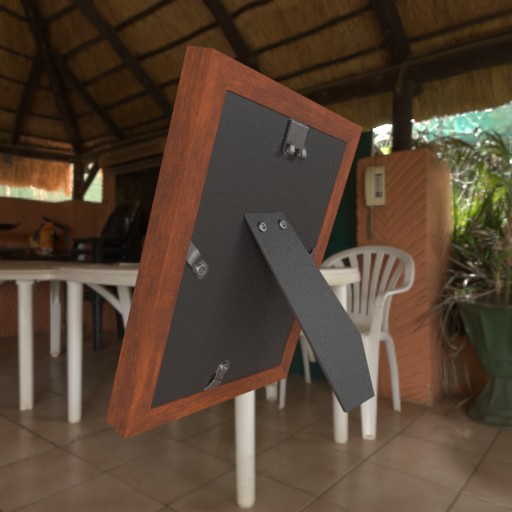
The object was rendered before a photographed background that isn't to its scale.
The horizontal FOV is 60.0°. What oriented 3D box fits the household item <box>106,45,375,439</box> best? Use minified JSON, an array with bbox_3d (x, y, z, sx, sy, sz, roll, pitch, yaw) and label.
[{"bbox_3d":[0.000,0.000,0.290,0.096,0.204,0.160,0,0,38],"label":"household item"}]
